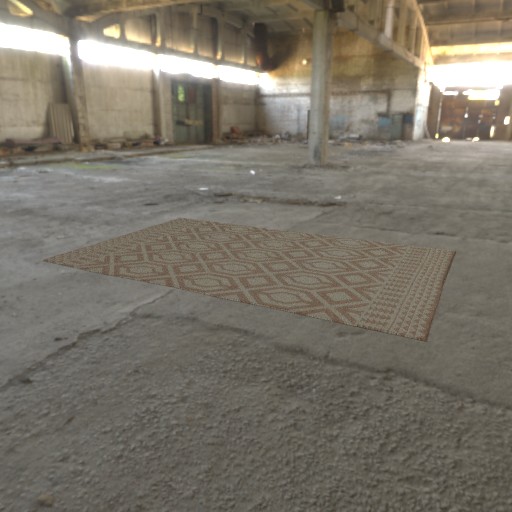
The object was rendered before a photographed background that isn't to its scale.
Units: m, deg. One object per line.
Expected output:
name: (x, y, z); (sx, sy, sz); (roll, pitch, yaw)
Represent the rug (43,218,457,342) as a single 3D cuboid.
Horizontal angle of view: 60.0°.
rug: (0.000, 0.000, 3.061); (2.435, 0.011, 1.526); (9, 19, 26)
